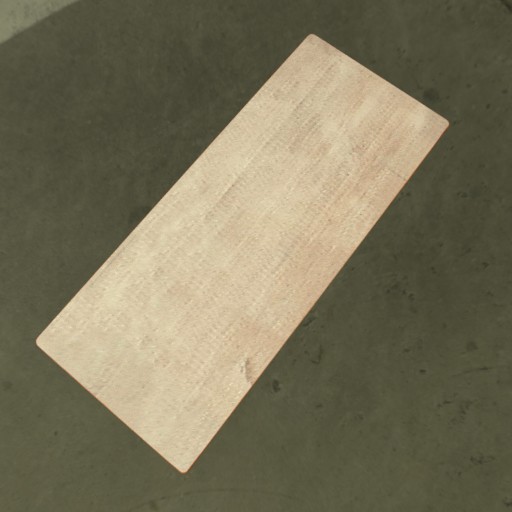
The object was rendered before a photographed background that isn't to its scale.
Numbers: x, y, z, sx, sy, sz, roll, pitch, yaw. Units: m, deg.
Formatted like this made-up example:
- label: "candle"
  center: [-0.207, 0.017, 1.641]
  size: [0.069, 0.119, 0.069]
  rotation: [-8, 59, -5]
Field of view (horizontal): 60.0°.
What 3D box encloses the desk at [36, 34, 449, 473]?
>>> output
- label: "desk"
  center: [0.000, 0.000, 1.731]
  size: [0.574, 0.756, 1.353]
  rotation: [37, 78, 9]
